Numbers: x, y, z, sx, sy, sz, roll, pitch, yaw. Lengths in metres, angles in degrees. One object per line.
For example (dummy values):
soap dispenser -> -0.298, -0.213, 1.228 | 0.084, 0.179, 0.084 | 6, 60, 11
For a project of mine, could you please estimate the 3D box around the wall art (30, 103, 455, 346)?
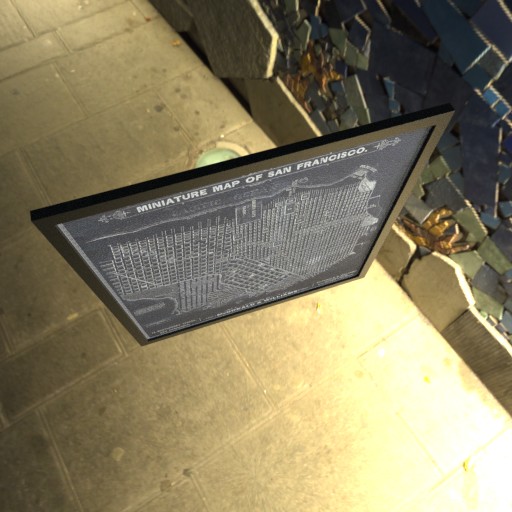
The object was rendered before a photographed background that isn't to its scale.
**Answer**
wall art -> 0.000, 0.000, 1.171 | 0.807, 0.807, 0.022 | -16, 65, -8
